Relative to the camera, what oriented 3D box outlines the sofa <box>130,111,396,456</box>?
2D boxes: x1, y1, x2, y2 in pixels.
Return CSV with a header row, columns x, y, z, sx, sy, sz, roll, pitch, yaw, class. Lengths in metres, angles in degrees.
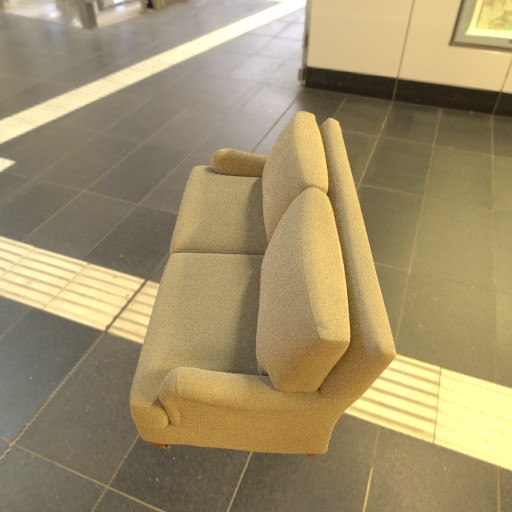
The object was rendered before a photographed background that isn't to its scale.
x,y,z,sx,sy,sz,roll,pitch,yaw,class
0.000,0.000,2.625,1.091,0.997,2.070,1,41,1,sofa
